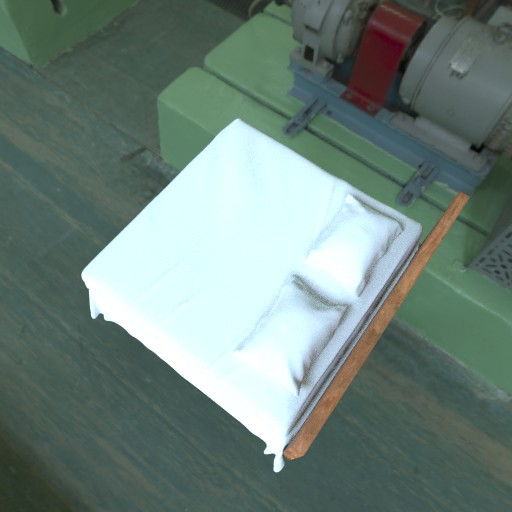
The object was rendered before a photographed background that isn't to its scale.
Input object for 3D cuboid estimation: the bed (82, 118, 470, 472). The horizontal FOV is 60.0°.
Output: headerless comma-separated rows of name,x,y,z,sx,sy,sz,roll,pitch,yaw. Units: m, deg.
bed,0.000,0.000,3.462,2.165,1.158,2.255,34,69,15
